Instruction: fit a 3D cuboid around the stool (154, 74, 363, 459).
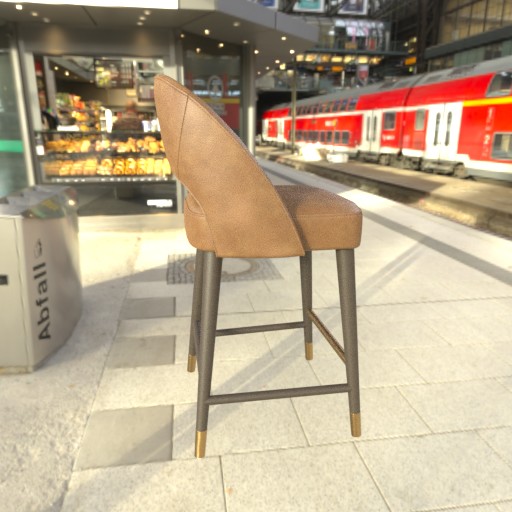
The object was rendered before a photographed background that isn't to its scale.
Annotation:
[{"bbox_3d":[0.000,0.000,1.254,0.509,0.940,0.494,-3,16,-11],"label":"stool"}]
